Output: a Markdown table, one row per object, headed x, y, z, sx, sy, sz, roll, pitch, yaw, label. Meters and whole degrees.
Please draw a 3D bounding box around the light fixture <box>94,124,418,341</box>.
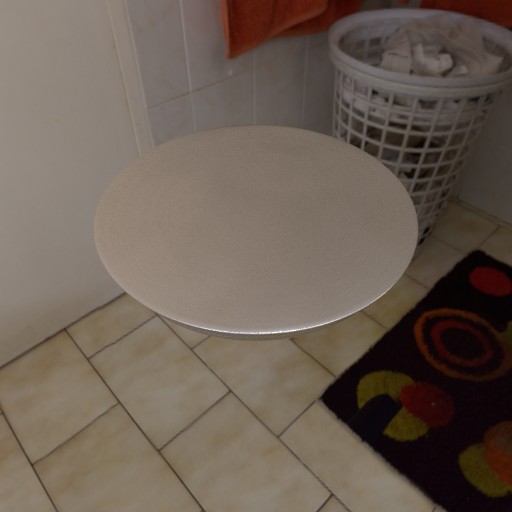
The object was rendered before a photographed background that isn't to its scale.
| x | y | z | sx | sy | sz | roll | pitch | yaw | label |
| --- | --- | --- | --- | --- | --- | --- | --- | --- | --- |
| 0.000 | 0.000 | 0.441 | 0.280 | 0.135 | 0.280 | 0 | 45 | 0 | light fixture |
